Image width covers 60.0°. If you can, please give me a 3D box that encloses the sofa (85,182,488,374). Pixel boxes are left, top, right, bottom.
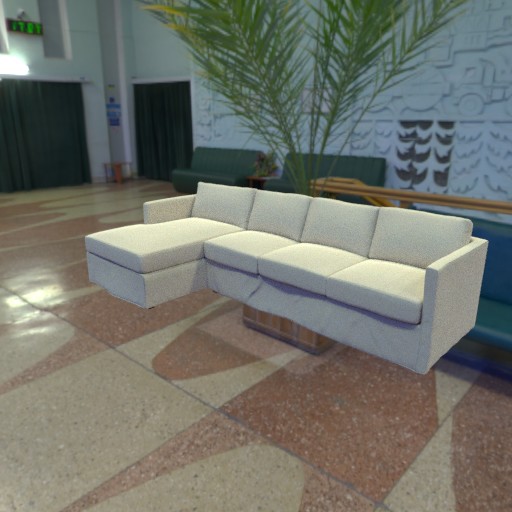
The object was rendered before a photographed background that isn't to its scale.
[{"bbox_3d":[0.000,0.000,3.827,3.205,0.922,1.650,16,23,41],"label":"sofa"}]
